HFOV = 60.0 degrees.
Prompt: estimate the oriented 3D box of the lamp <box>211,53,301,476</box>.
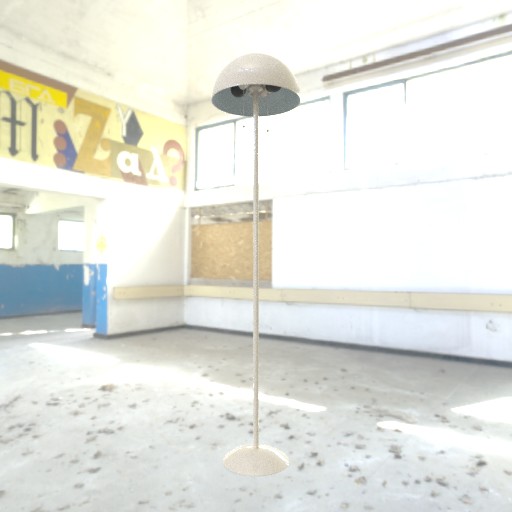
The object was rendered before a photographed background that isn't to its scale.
[{"bbox_3d":[0.000,0.000,1.619,0.328,1.480,0.328,-1,-1,36],"label":"lamp"}]
